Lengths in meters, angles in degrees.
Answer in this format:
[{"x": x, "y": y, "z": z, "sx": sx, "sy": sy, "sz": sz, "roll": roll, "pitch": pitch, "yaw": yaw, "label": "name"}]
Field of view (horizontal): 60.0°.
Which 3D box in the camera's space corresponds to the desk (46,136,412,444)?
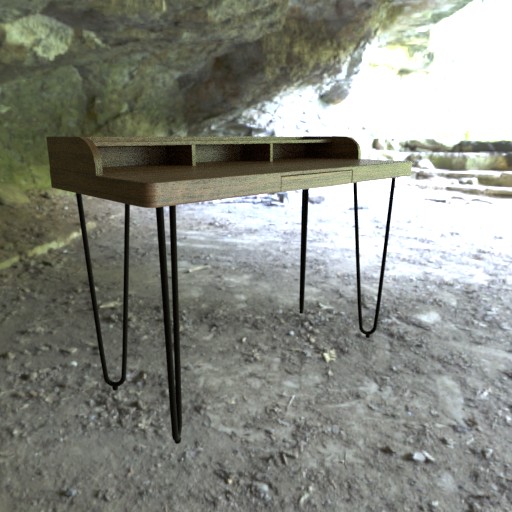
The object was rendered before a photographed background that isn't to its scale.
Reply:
[{"x": 0.000, "y": 0.000, "z": 1.639, "sx": 1.200, "sy": 0.854, "sz": 0.565, "roll": -14, "pitch": 21, "yaw": -42, "label": "desk"}]
